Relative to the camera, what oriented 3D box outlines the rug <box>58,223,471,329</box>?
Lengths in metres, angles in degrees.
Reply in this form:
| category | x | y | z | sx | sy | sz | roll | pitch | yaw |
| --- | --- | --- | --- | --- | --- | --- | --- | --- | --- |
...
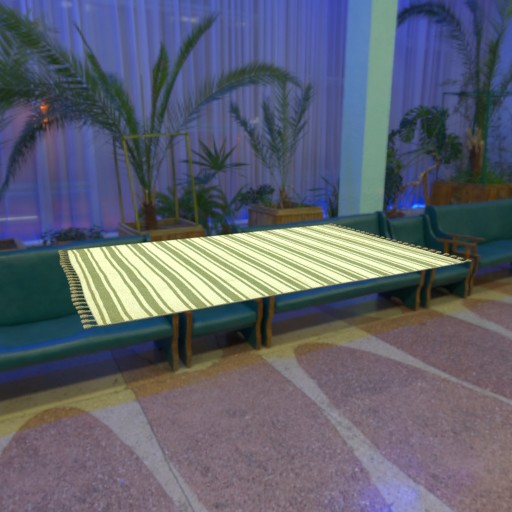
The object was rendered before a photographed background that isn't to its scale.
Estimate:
| category | x | y | z | sx | sy | sz | roll | pitch | yaw |
| --- | --- | --- | --- | --- | --- | --- | --- | --- | --- |
| rug | 0.000 | 0.000 | 3.051 | 2.435 | 0.018 | 1.540 | -7 | 16 | -26 |
